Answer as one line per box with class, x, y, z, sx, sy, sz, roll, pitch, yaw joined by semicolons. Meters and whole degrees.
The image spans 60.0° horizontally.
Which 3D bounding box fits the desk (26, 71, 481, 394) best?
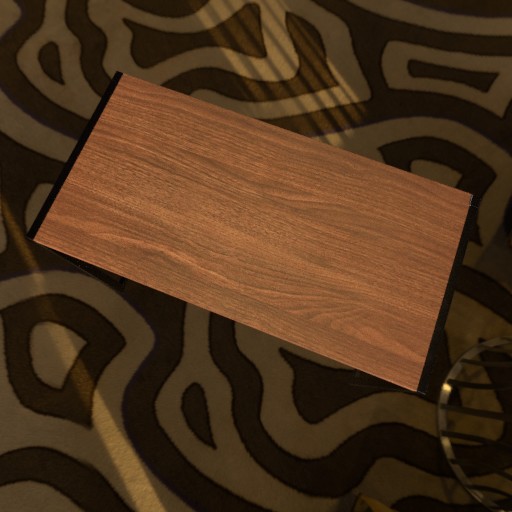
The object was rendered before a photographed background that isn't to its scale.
desk;0.000;0.000;1.463;1.016;0.762;0.508;21;76;5
